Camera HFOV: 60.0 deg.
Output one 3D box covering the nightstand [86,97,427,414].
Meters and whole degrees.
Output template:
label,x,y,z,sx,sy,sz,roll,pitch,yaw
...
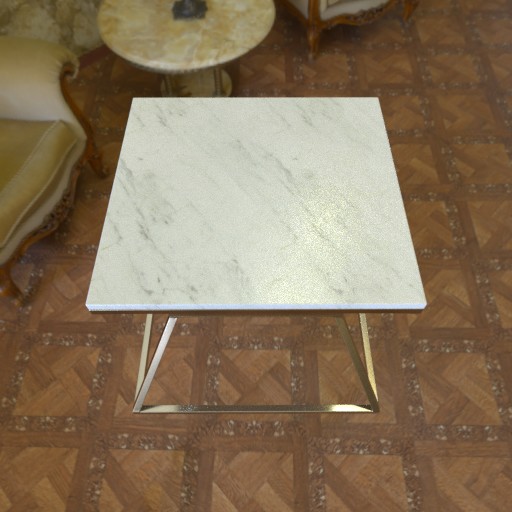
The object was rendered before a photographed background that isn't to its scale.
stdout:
label,x,y,z,sx,sy,sz,roll,pitch,yaw
nightstand,0.000,0.000,0.892,0.513,0.426,0.514,0,57,0
